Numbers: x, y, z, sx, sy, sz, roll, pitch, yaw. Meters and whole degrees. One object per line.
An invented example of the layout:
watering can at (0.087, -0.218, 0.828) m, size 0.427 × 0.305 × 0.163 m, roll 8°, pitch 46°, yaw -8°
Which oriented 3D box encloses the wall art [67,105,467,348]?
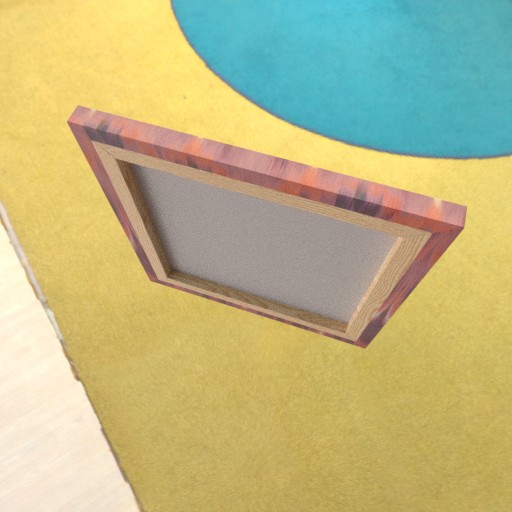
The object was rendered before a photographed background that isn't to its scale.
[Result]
wall art at (0.000, 0.000, 0.917) m, size 0.603 × 0.609 × 0.037 m, roll 16°, pitch 64°, yaw 8°
